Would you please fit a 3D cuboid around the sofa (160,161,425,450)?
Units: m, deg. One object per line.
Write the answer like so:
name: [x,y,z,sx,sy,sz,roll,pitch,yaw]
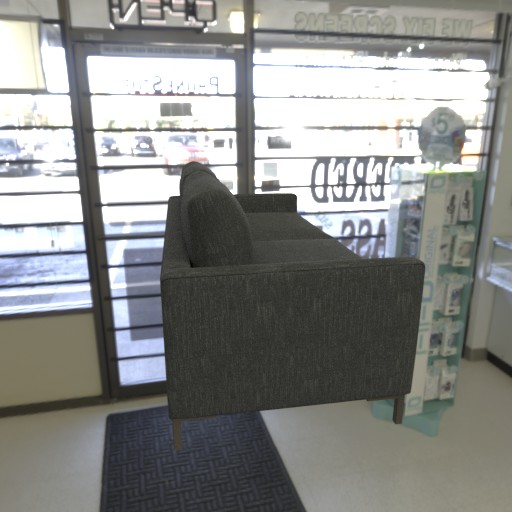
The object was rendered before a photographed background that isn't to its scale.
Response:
sofa: [0.000,0.000,2.211,0.866,0.862,1.716,-3,16,-10]
